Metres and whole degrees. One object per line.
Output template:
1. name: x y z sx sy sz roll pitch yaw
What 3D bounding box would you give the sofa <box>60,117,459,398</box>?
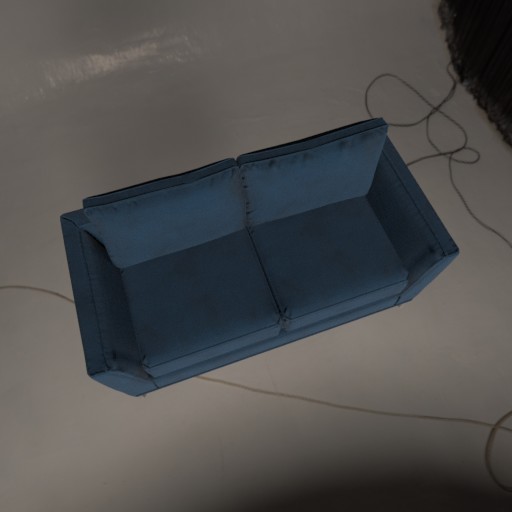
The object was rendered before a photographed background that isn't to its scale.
1. sofa: 0.000 0.000 2.356 1.770 1.002 0.853 -18 65 -9
